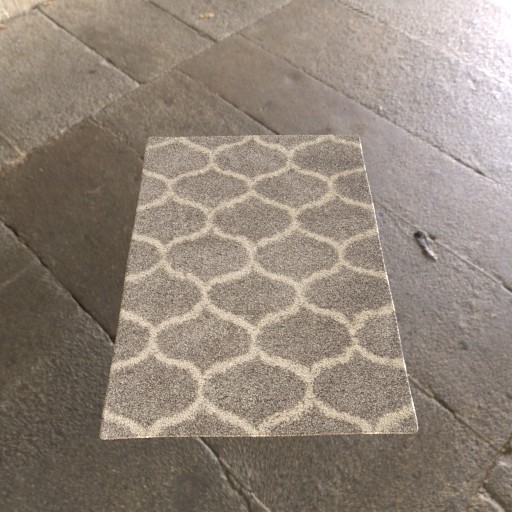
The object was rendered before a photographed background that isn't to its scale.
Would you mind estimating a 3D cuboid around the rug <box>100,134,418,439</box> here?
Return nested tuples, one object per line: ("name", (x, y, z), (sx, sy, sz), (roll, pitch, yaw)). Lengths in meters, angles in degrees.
("rug", (0.000, 0.000, 2.087), (1.200, 0.025, 1.600), (-1, 58, -1))
